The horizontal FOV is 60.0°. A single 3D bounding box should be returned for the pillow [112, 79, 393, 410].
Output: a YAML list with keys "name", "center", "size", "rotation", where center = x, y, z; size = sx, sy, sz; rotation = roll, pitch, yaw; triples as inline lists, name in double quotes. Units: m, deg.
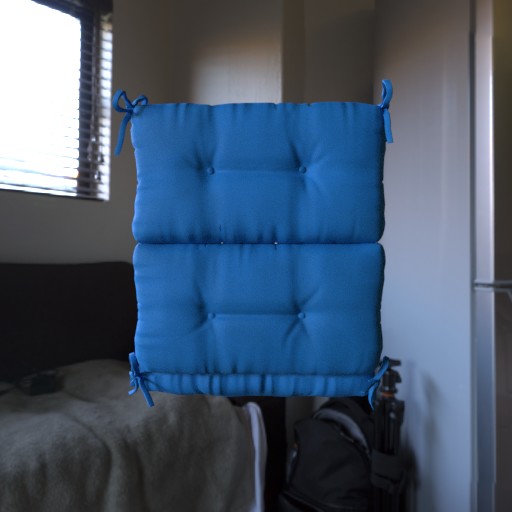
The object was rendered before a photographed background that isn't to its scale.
- name: "pillow"
  center: [0.000, 0.000, 1.026]
  size: [0.519, 0.605, 0.571]
  rotation: [0, 0, 1]
